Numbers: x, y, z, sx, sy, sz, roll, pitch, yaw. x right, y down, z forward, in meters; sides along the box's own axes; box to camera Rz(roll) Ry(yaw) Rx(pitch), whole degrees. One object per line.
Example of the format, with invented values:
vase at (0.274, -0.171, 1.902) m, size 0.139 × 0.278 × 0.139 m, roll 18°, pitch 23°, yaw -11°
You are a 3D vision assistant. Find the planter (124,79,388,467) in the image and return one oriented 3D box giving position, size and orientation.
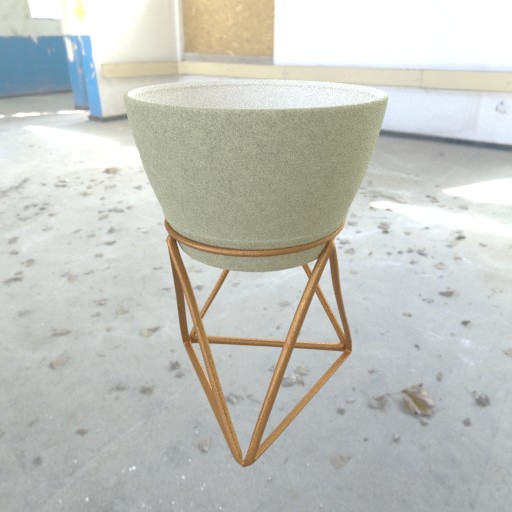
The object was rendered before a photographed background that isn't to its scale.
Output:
planter at (0.000, 0.000, 0.717) m, size 0.350 × 0.504 × 0.350 m, roll 18°, pitch 32°, yaw 32°
